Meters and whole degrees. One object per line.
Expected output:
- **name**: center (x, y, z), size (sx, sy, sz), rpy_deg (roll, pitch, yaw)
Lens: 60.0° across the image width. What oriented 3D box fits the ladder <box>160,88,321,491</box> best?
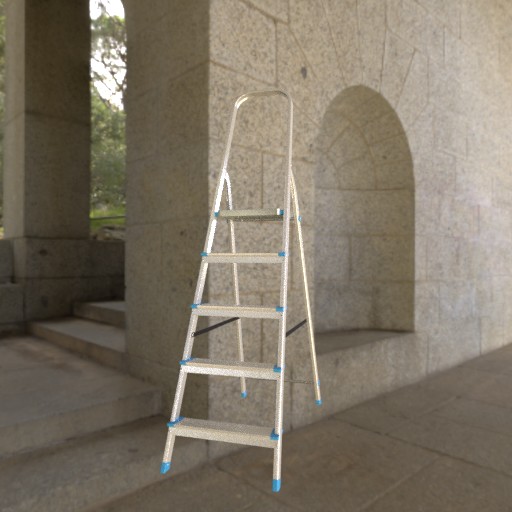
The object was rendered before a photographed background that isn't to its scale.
- **ladder**: center (0.000, 0.000, 2.089), size (0.468, 1.648, 0.990), rpy_deg (0, 0, 17)
